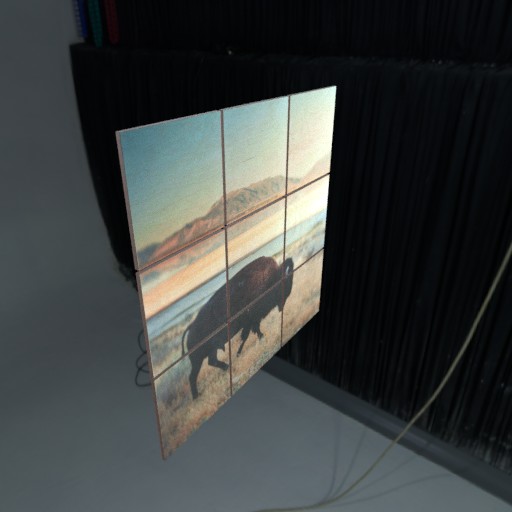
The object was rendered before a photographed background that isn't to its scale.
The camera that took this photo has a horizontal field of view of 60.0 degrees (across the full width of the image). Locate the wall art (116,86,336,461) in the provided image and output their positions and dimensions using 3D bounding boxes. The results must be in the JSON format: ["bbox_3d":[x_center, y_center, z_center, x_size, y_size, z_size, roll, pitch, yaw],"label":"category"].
[{"bbox_3d":[0.000,0.000,1.366,0.018,0.904,0.906,18,32,31],"label":"wall art"}]
